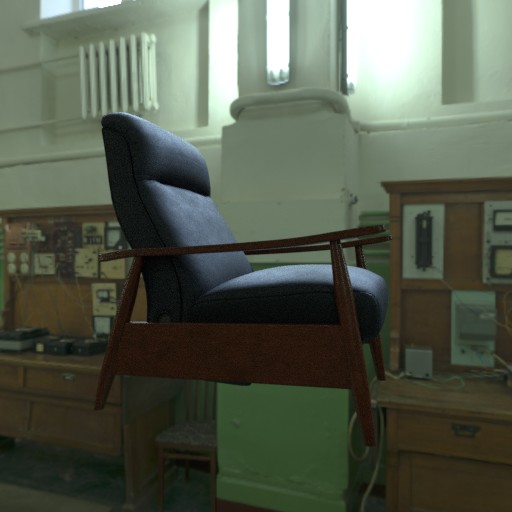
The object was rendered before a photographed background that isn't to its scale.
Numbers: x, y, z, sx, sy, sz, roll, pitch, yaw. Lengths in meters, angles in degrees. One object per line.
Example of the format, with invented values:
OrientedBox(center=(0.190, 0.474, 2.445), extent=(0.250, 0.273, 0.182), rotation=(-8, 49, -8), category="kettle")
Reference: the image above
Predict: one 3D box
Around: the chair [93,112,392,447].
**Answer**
OrientedBox(center=(0.000, 0.000, 1.754), extent=(1.014, 1.082, 0.762), rotation=(0, 0, 18), category="chair")
